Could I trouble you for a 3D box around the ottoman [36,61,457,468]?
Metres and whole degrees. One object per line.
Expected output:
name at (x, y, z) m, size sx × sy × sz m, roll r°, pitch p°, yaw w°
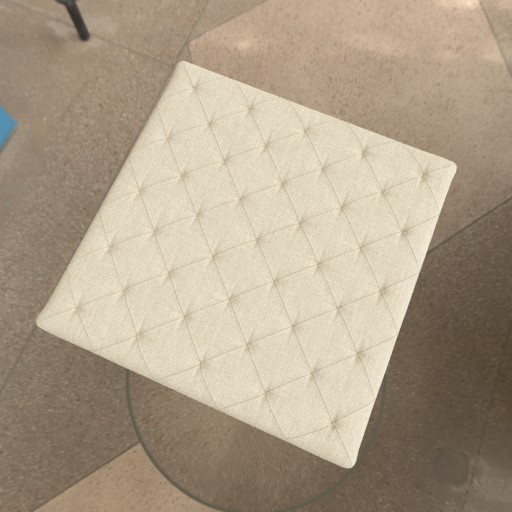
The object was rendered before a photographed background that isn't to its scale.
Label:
ottoman at (0.000, 0.000, 1.592) m, size 1.028 × 0.439 × 1.028 m, roll 23°, pitch 77°, yaw 6°
